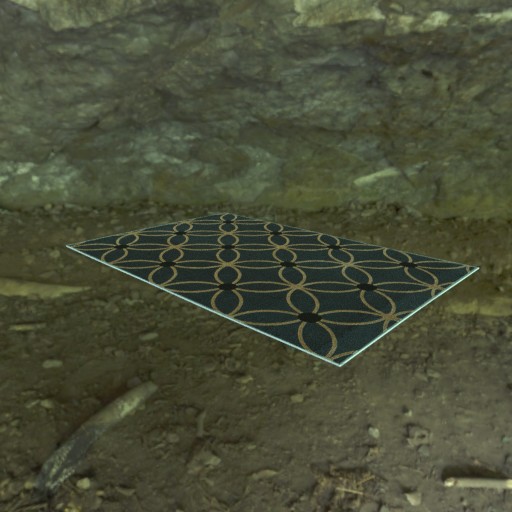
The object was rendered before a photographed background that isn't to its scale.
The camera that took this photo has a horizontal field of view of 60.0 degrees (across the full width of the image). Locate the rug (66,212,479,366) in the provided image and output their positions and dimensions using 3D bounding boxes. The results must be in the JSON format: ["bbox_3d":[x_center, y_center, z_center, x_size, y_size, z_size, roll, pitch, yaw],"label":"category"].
[{"bbox_3d":[0.000,0.000,2.905,2.284,0.008,1.522,16,24,41],"label":"rug"}]
